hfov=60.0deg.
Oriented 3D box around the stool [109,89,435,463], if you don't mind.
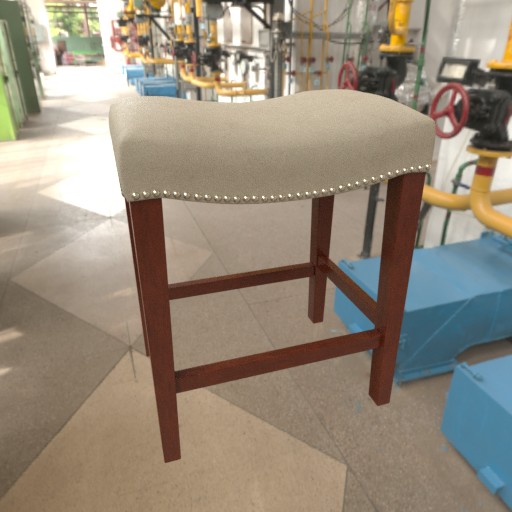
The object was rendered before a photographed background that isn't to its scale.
[{"bbox_3d":[0.000,0.000,0.924,0.509,0.632,0.375,-8,27,-16],"label":"stool"}]
